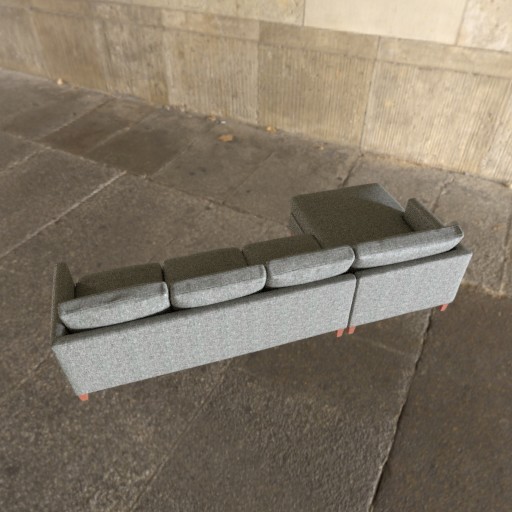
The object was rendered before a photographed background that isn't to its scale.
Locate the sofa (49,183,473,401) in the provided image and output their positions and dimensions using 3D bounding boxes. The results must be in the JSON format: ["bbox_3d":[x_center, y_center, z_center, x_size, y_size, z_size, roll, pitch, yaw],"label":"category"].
[{"bbox_3d":[0.000,0.000,4.177,3.485,0.960,1.635,-11,42,-13],"label":"sofa"}]
